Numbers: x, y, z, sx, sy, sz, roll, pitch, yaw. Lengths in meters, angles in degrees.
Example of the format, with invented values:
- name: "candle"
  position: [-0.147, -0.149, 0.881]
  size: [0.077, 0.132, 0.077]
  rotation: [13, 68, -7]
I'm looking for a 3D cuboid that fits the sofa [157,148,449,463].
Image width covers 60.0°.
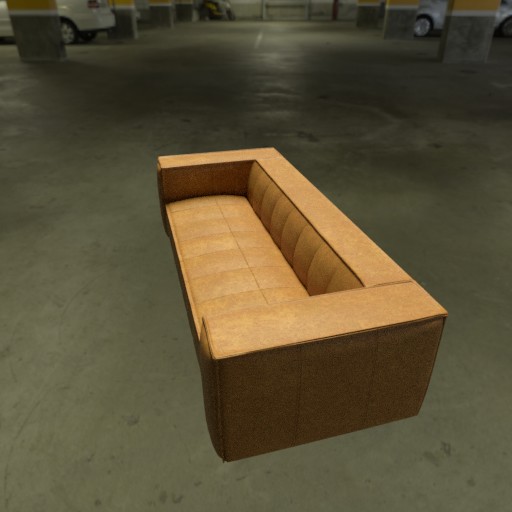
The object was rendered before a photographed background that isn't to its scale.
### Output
- name: "sofa"
  position: [0.000, 0.000, 3.007]
  size: [1.102, 0.701, 2.581]
  rotation: [-8, 31, -13]
